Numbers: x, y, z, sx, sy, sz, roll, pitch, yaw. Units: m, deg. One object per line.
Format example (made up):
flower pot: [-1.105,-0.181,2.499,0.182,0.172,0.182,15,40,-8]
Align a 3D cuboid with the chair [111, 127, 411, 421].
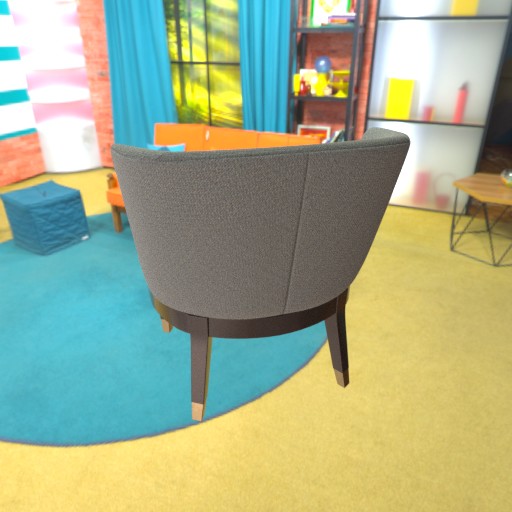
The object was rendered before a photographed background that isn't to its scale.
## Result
chair: [0.000,0.000,1.256,0.700,0.760,0.660,-8,28,-15]
